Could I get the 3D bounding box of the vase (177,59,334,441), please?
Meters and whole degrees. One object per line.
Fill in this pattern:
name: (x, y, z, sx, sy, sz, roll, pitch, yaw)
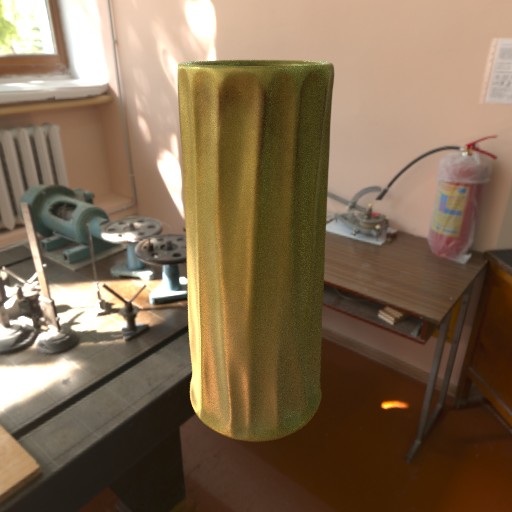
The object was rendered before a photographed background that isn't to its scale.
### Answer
vase: (0.000, 0.000, 0.178, 0.061, 0.143, 0.061, 0, 26, 0)
